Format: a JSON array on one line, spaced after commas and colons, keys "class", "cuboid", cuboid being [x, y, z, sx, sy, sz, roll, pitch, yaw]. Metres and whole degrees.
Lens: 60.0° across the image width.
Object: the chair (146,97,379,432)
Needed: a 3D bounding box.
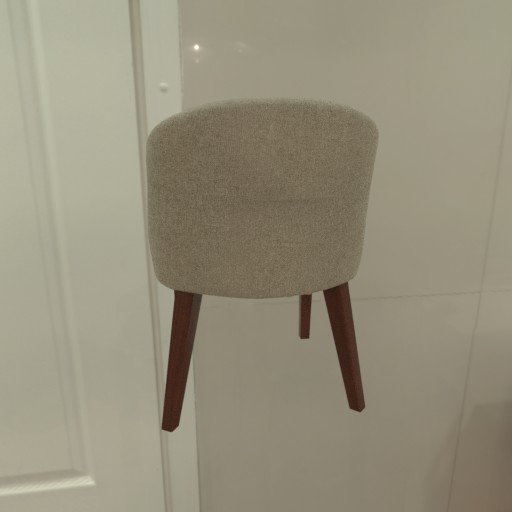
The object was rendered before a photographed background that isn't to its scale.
[{"class": "chair", "cuboid": [0.000, 0.000, 1.261, 0.583, 0.811, 0.655, -2, 16, -8]}]
